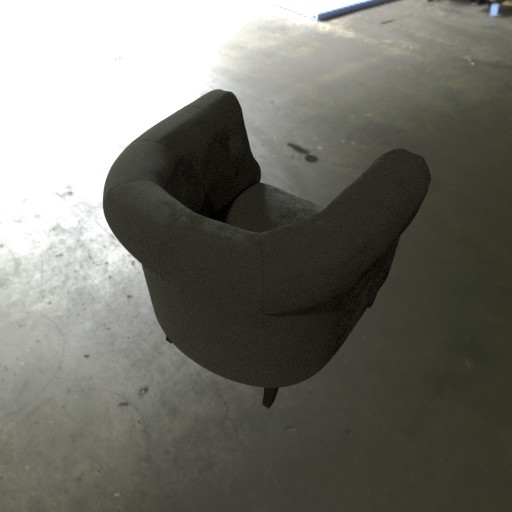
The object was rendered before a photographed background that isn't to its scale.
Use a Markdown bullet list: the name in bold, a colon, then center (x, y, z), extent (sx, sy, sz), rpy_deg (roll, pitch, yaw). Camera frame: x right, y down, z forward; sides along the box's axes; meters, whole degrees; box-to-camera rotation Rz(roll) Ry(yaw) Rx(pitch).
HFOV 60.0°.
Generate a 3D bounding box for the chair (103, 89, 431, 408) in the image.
- **chair**: center (0.000, 0.000, 1.590), extent (0.904, 0.826, 0.851), rpy_deg (27, 51, 24)
